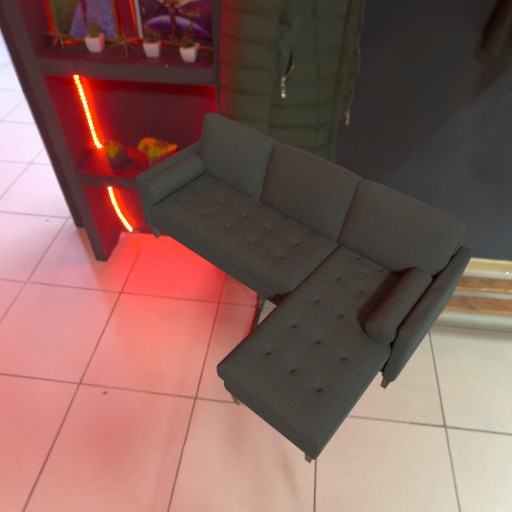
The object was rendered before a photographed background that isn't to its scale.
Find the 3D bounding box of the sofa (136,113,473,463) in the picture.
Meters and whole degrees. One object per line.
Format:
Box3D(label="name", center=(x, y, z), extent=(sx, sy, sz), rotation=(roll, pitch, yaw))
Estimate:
Box3D(label="sofa", center=(0.000, 0.000, 2.866), extent=(2.178, 0.876, 1.506), rotation=(31, 53, 27))
